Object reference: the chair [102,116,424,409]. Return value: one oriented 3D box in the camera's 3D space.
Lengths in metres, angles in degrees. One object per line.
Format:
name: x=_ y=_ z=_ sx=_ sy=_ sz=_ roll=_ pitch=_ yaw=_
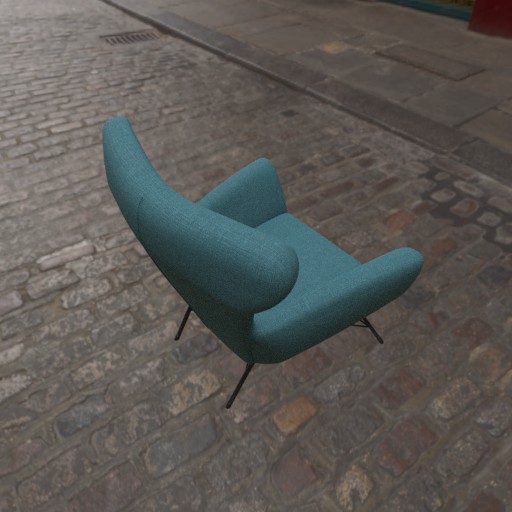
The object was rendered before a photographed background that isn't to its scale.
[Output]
chair: x=0.000 y=0.000 z=1.761 sx=0.900 sy=0.980 sz=1.050 roll=-26 pitch=47 yaw=-28
